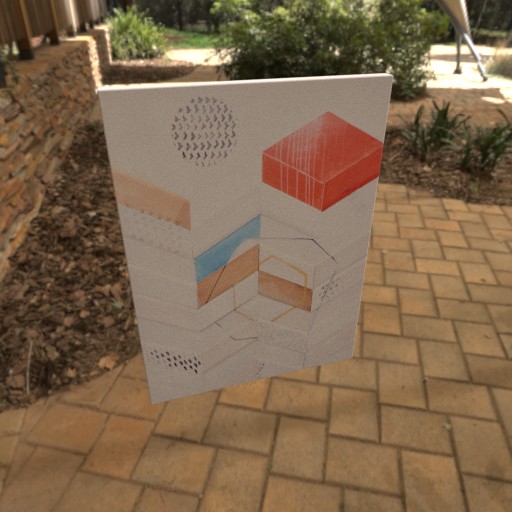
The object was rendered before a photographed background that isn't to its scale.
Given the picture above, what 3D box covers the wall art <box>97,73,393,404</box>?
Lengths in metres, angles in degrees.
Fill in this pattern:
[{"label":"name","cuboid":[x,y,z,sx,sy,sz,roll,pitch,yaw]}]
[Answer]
[{"label":"wall art","cuboid":[0.000,0.000,1.362,0.759,1.014,0.045,-9,31,-15]}]
